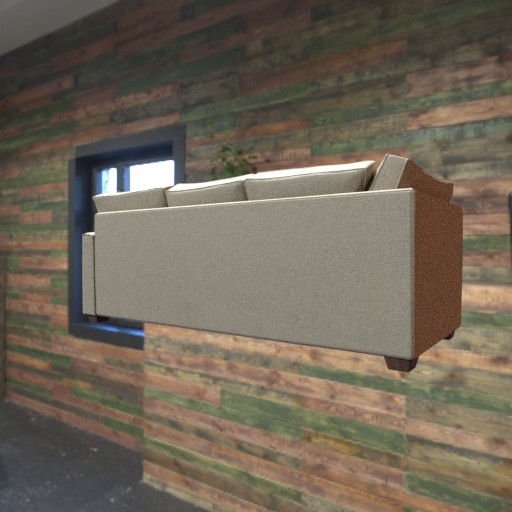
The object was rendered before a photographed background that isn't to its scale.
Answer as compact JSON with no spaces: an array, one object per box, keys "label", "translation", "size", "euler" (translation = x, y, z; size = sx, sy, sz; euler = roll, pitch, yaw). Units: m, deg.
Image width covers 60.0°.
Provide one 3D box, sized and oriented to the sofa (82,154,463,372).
[{"label":"sofa","translation":[0.000,0.000,2.893],"size":[2.323,0.948,1.053],"euler":[1,1,36]}]
